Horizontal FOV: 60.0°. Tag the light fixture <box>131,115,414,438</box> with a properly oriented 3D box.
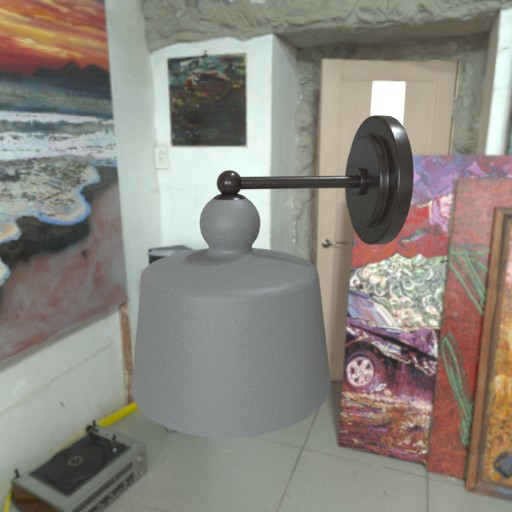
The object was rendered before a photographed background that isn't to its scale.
[{"bbox_3d":[0.000,0.000,0.438,0.254,0.268,0.204,-2,14,-9],"label":"light fixture"}]
